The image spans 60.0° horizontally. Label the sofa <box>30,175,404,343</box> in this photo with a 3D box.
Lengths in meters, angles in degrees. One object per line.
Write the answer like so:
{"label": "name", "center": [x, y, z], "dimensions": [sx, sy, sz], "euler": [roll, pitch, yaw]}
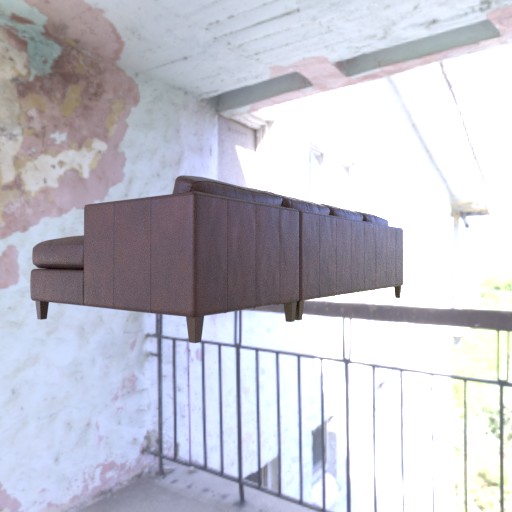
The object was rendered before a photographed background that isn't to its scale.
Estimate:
{"label": "sofa", "center": [0.000, 0.000, 3.896], "dimensions": [1.581, 0.883, 3.203], "euler": [0, 0, 36]}
